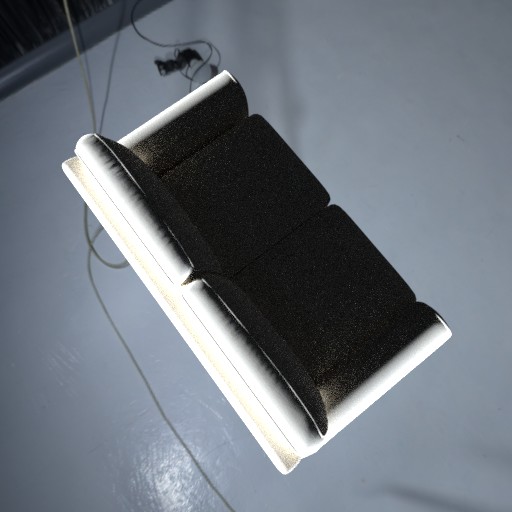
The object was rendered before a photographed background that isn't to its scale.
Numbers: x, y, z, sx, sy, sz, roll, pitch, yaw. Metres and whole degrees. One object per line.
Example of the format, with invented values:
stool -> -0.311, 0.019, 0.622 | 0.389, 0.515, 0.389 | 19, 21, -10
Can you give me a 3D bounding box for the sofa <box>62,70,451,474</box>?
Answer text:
sofa -> 0.000, 0.000, 2.233 | 0.991, 0.940, 1.727 | -37, 79, -8
